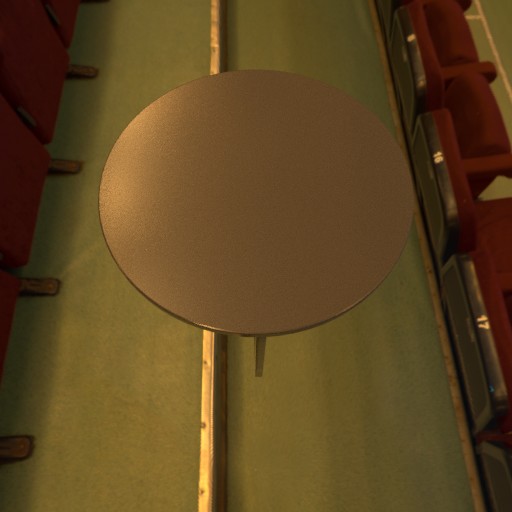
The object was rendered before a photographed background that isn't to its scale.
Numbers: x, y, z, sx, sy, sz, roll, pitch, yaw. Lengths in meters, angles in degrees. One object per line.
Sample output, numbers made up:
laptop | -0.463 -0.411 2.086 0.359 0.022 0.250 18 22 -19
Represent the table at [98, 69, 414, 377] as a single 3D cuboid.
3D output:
table | 0.000 0.000 0.955 0.500 0.550 0.500 0 64 0
